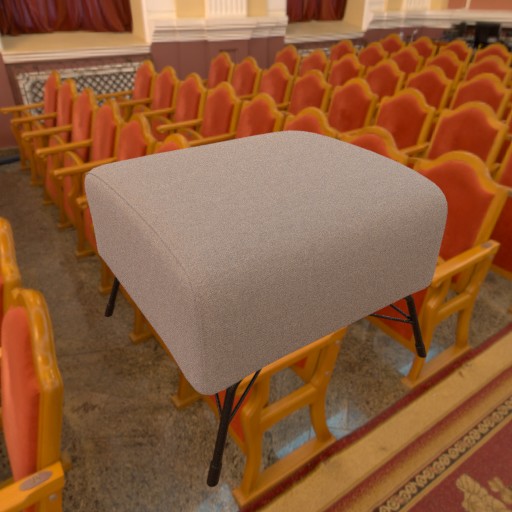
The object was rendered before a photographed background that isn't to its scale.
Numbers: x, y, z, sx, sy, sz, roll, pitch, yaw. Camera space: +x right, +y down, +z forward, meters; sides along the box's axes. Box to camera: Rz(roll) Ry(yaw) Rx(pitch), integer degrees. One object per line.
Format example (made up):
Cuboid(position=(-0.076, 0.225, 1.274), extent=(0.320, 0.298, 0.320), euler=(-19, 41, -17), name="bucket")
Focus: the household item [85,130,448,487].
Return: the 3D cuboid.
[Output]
Cuboid(position=(0.000, 0.000, 0.903), extent=(0.530, 0.410, 0.530), euler=(-19, 36, -29), name="household item")
